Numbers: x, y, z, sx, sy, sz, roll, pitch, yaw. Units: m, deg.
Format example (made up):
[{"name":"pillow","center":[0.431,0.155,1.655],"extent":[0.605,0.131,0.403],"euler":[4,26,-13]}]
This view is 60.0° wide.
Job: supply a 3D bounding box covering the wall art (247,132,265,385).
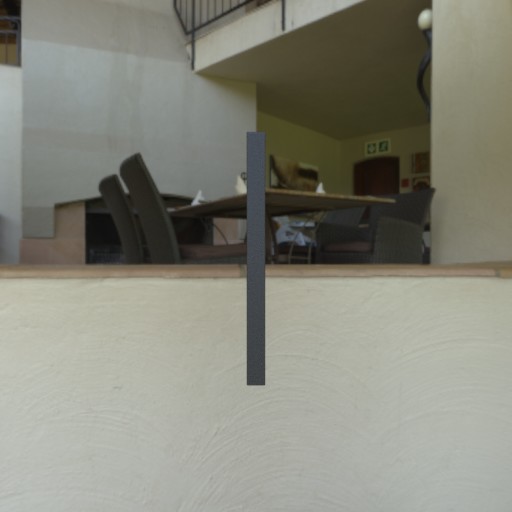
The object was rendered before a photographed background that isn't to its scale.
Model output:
[{"name":"wall art","center":[0.000,0.000,1.755],"extent":[0.041,0.554,1.572],"euler":[0,0,0]}]
